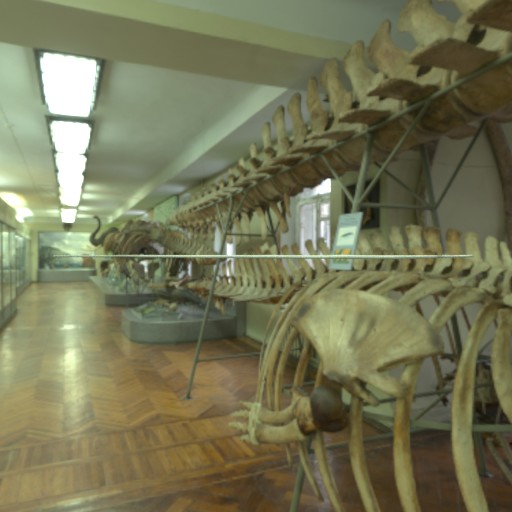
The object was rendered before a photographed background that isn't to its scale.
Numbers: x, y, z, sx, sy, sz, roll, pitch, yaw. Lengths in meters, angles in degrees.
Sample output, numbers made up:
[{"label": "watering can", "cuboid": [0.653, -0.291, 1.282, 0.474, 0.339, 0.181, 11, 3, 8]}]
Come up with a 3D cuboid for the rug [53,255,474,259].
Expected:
[{"label": "rug", "cuboid": [0.000, 0.000, 3.042, 2.460, 0.016, 1.545, 0, 0, 36]}]
